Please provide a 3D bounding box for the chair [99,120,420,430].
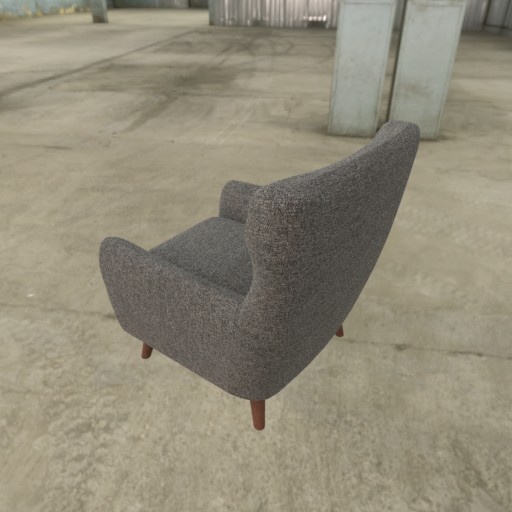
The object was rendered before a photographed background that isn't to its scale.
[{"bbox_3d":[0.000,0.000,1.775,0.940,1.039,0.889,21,36,31],"label":"chair"}]
